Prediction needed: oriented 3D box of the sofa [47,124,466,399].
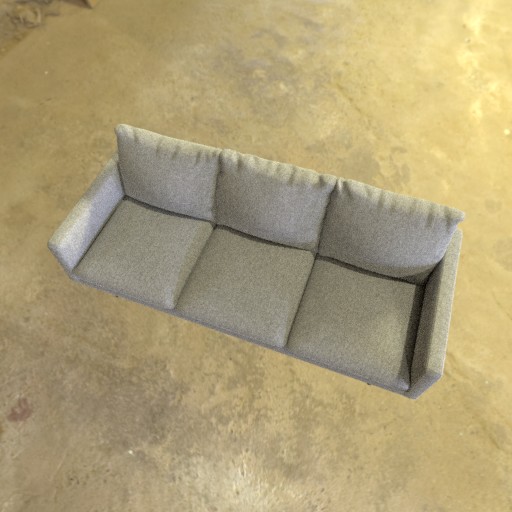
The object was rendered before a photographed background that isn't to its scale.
[{"bbox_3d":[0.000,0.000,2.410,2.000,0.830,0.850,17,59,11],"label":"sofa"}]
